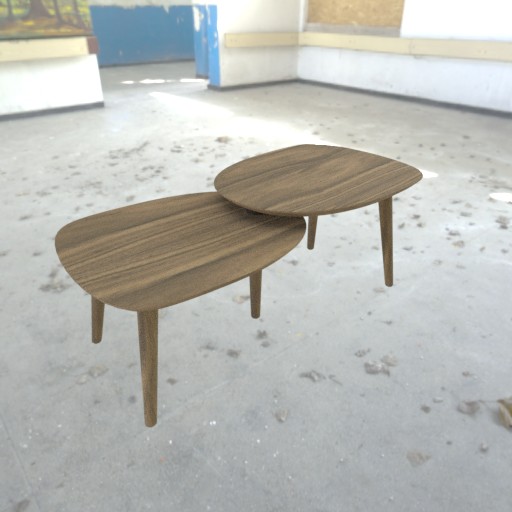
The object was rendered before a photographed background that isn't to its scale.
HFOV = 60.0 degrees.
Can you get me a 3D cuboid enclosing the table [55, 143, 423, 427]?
[{"bbox_3d":[0.000,0.000,1.357,1.084,0.429,0.527,-22,36,-33],"label":"table"}]
